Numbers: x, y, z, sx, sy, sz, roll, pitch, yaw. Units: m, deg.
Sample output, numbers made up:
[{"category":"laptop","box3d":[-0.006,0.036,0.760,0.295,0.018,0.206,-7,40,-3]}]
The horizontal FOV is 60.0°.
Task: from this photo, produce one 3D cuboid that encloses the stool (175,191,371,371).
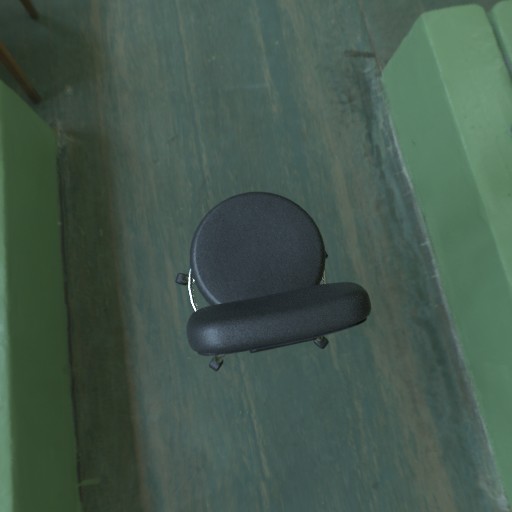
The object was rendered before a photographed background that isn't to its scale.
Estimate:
[{"category":"stool","box3d":[0.000,0.000,1.471,0.694,1.069,0.658,-11,75,-3]}]
